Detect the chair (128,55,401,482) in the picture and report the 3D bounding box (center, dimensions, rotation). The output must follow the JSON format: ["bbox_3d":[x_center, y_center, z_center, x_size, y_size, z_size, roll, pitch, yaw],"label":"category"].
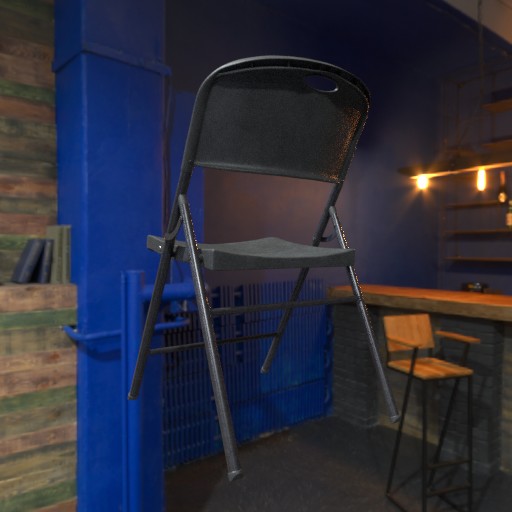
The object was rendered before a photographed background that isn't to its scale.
[{"bbox_3d":[0.000,0.000,1.153,0.494,0.810,0.566,-1,1,-35],"label":"chair"}]
